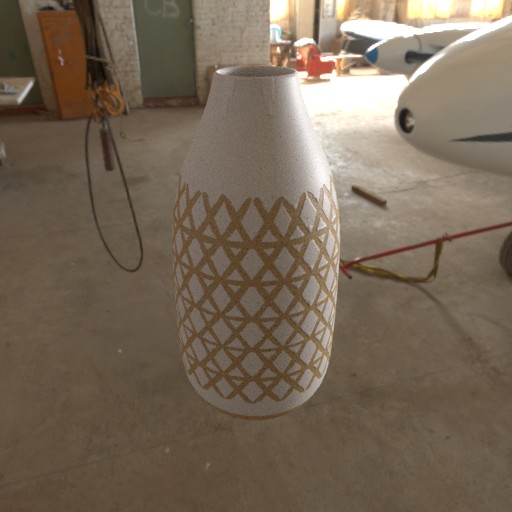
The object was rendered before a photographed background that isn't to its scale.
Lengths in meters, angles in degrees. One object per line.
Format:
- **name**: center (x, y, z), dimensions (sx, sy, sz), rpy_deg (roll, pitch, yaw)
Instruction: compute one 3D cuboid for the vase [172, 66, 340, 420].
- **vase**: center (0.000, 0.000, 0.489), dimensions (0.186, 0.380, 0.186), rpy_deg (0, 30, 0)
